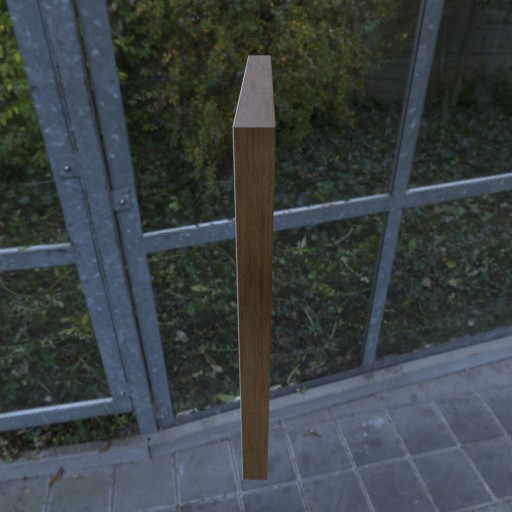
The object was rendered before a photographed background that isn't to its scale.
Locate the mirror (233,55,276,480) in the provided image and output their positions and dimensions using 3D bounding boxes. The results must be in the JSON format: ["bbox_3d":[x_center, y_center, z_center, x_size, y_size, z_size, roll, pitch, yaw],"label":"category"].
[{"bbox_3d":[0.000,0.000,0.676,0.041,0.508,0.405,1,32,1],"label":"mirror"}]
